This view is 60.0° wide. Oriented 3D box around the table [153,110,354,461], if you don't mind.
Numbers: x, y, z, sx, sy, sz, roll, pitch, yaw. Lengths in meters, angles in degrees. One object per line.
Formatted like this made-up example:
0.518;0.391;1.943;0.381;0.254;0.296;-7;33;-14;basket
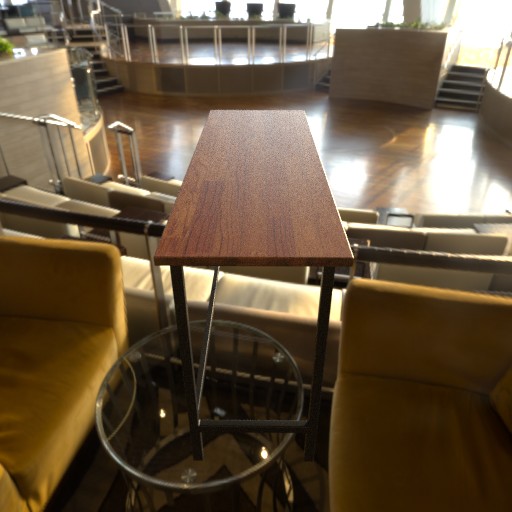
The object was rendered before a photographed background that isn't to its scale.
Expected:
0.000;0.000;1.604;0.408;0.740;1.204;0;32;0;table
